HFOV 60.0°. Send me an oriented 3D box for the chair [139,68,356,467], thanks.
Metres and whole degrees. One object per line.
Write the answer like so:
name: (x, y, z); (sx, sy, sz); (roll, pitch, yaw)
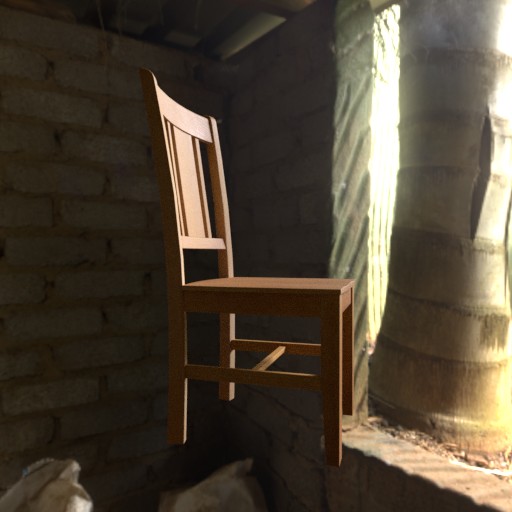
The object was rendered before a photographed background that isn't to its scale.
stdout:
chair: (0.000, 0.000, 1.314); (0.556, 0.998, 0.450); (0, 1, 17)
